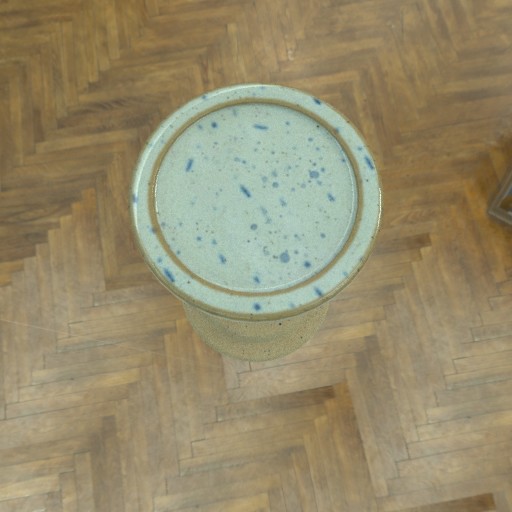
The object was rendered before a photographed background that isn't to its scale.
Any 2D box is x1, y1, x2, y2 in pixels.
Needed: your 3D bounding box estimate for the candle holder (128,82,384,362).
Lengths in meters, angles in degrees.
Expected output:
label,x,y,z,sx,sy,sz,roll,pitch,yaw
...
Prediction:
label,x,y,z,sx,sy,sz,roll,pitch,yaw
candle holder,0.000,0.000,0.275,0.123,0.202,0.123,0,75,0
